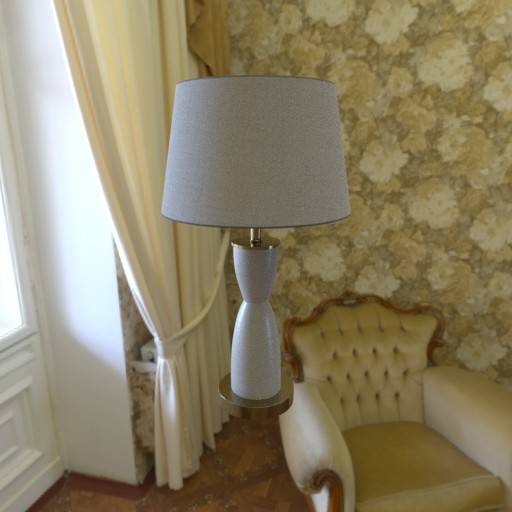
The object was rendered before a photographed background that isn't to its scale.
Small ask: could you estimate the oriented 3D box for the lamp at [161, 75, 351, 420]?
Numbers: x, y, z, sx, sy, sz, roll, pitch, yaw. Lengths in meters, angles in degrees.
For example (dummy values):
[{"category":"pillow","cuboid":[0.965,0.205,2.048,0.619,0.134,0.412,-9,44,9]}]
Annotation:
[{"category":"lamp","cuboid":[0.000,0.000,0.757,0.309,0.545,0.309,0,15,0]}]
